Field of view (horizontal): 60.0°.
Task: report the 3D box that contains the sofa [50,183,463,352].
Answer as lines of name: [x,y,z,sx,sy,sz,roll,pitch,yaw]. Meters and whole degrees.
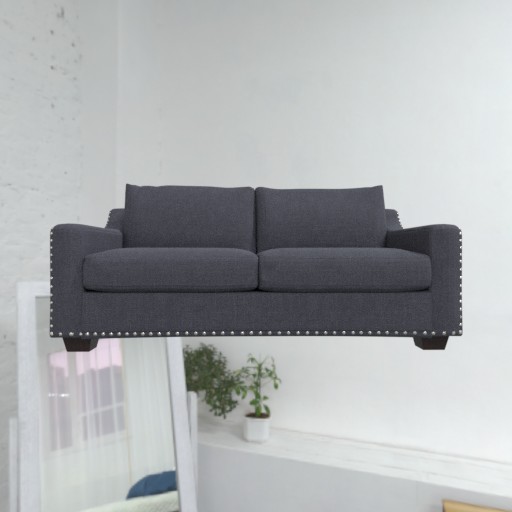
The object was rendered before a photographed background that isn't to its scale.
sofa: [0.000,0.000,3.339,2.550,1.196,1.336,0,0,-1]
